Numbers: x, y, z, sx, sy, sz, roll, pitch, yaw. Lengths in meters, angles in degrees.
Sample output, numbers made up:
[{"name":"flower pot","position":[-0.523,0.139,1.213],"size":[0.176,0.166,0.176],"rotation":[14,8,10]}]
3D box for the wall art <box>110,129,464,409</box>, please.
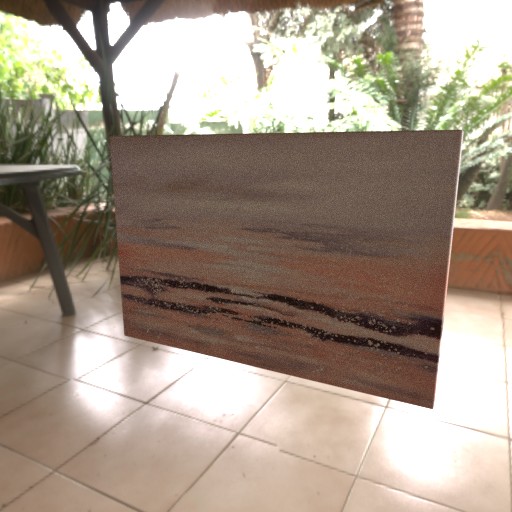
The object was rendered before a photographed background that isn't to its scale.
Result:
[{"name":"wall art","position":[0.000,0.000,1.143],"size":[0.913,0.609,0.038],"rotation":[7,15,26]}]
